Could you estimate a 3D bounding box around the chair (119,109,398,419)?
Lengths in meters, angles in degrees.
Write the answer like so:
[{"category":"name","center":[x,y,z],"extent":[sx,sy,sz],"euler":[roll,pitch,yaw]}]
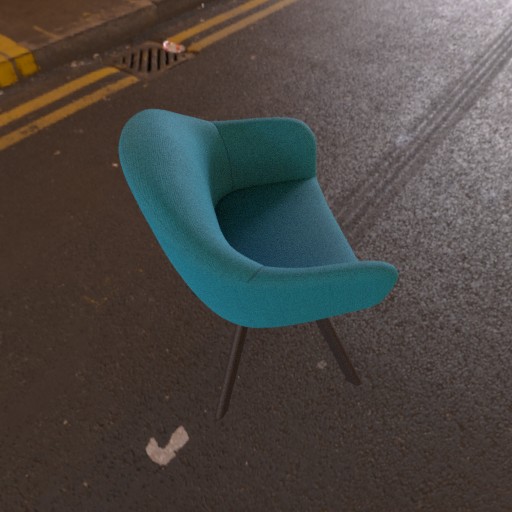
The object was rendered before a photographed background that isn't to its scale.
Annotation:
[{"category":"chair","center":[0.000,0.000,1.181],"extent":[0.550,0.795,0.590],"euler":[-11,49,-9]}]
